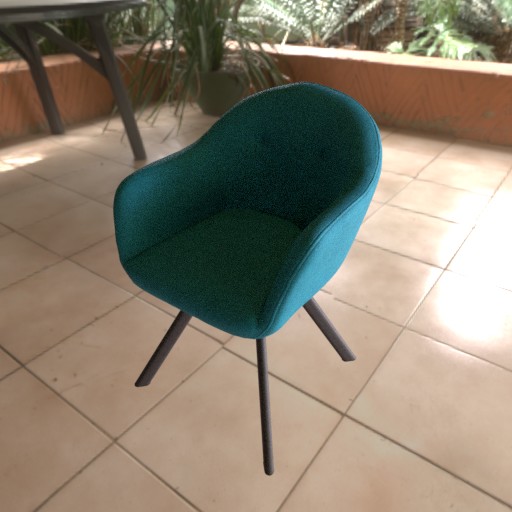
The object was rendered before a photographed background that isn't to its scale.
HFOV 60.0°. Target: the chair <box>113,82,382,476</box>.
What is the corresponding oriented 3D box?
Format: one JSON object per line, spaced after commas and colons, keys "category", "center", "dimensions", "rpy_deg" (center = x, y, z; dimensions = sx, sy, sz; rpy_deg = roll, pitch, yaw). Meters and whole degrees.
{"category": "chair", "center": [0.000, 0.000, 1.161], "dimensions": [0.545, 0.775, 0.565], "rpy_deg": [21, 38, 30]}
